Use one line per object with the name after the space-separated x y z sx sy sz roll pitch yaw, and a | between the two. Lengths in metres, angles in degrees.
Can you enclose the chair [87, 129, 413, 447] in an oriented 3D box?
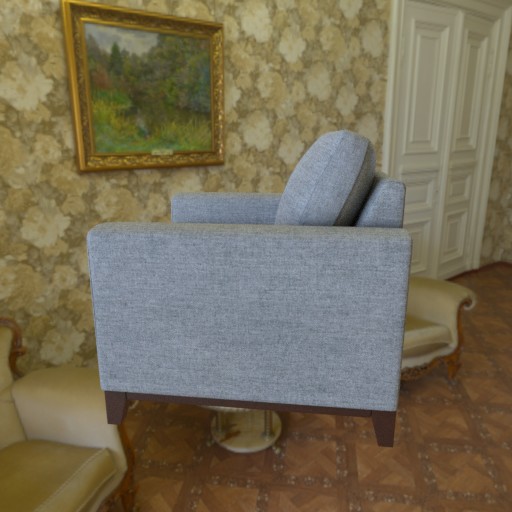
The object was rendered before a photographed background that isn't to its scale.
0.000 0.000 1.860 1.038 1.010 1.024 2 15 7 | chair
